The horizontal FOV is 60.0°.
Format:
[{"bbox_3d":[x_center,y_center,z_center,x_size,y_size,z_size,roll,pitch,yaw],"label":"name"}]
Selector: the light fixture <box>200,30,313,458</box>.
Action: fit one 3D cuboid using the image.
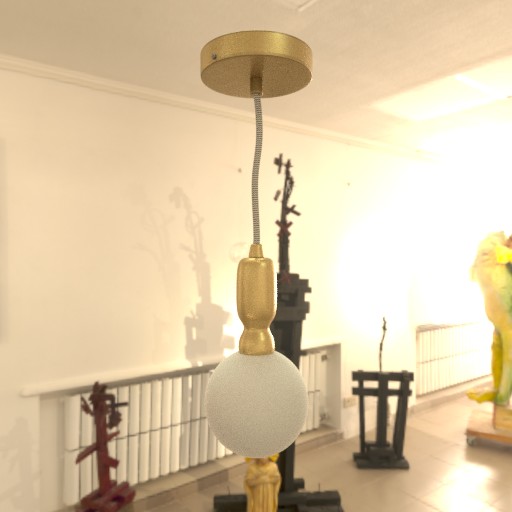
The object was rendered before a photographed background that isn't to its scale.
[{"bbox_3d":[0.000,0.000,0.573,0.147,0.510,0.146,0,0,-36],"label":"light fixture"}]
